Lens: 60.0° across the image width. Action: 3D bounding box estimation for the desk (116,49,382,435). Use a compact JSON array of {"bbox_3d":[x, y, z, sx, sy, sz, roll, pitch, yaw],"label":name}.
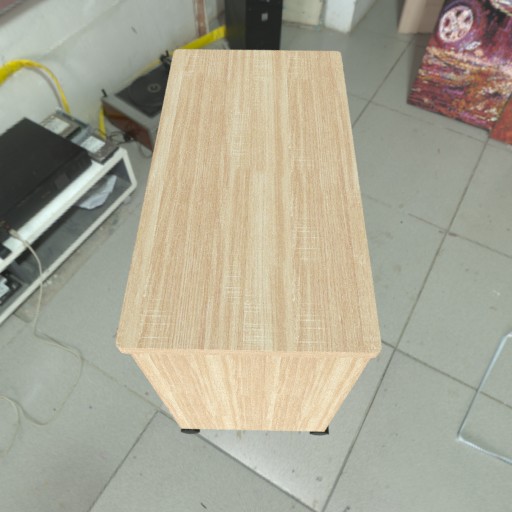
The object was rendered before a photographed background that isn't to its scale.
[{"bbox_3d":[0.000,0.000,1.335,0.480,0.770,0.884,1,57,1],"label":"desk"}]
